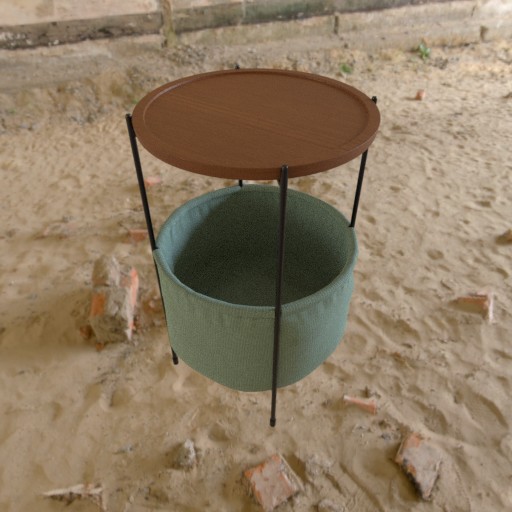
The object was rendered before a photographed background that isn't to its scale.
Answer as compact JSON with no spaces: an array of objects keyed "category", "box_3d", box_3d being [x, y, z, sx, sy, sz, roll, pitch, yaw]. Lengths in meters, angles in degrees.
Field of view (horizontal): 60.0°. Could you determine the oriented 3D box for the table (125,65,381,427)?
[{"category":"table","box_3d":[0.000,0.000,0.900,0.400,0.623,0.400,24,46,26]}]
